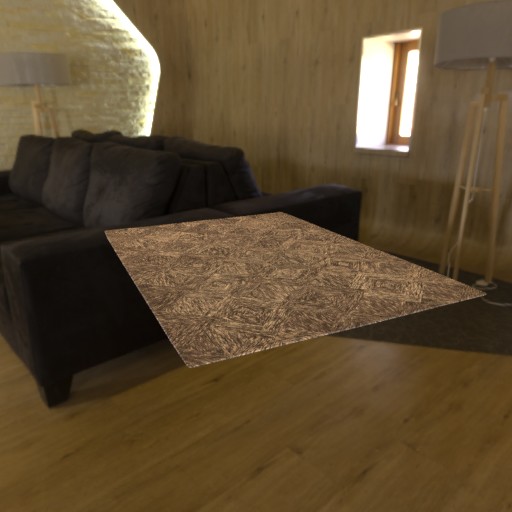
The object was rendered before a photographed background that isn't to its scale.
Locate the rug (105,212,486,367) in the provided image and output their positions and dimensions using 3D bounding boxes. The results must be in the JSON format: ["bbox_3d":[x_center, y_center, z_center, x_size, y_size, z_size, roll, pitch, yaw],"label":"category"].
[{"bbox_3d":[0.000,0.000,5.362,2.997,0.020,4.093,-8,20,-24],"label":"rug"}]
